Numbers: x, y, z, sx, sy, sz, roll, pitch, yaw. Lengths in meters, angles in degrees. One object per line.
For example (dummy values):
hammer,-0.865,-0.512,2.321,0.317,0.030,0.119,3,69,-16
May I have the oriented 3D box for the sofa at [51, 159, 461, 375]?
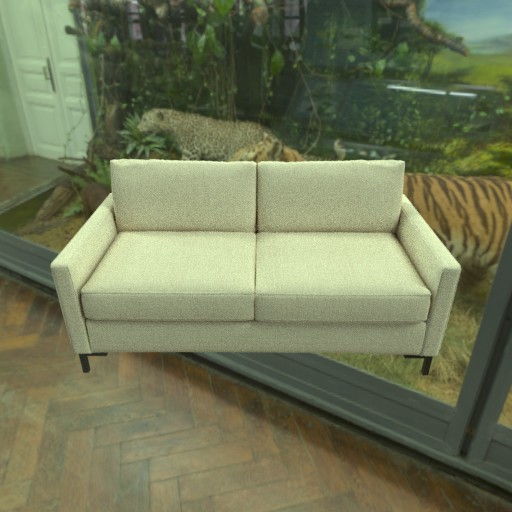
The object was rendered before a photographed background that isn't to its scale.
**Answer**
sofa,0.000,0.000,2.156,1.651,0.812,0.839,0,29,1
